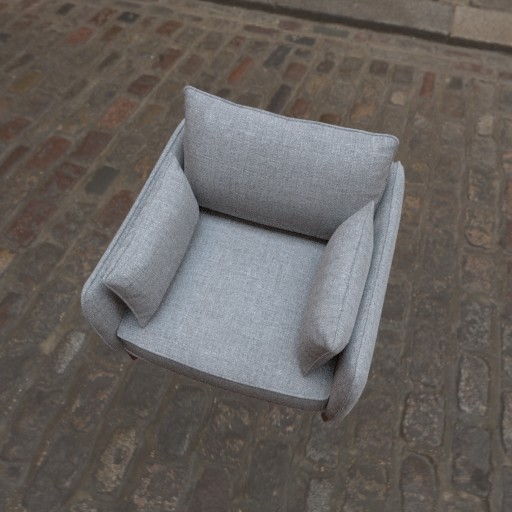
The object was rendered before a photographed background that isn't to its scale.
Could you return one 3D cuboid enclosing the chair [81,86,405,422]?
[{"bbox_3d":[0.000,0.000,1.728,0.993,0.839,0.976,15,60,9],"label":"chair"}]
